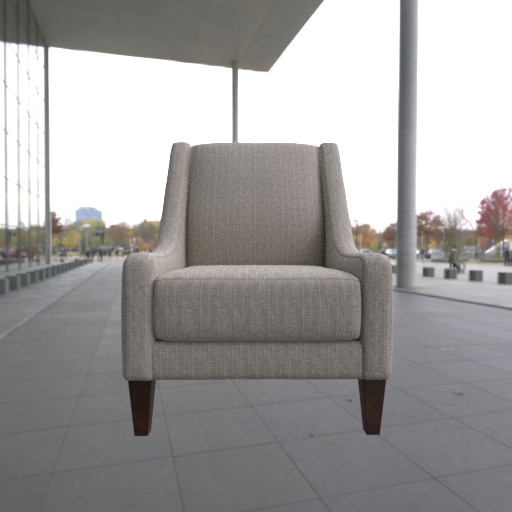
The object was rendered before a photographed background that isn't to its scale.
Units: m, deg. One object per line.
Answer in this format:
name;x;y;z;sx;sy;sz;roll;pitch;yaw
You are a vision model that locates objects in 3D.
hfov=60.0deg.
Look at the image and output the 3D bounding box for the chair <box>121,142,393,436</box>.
chair;0.000;0.000;1.632;0.774;1.014;0.870;0;1;-1
